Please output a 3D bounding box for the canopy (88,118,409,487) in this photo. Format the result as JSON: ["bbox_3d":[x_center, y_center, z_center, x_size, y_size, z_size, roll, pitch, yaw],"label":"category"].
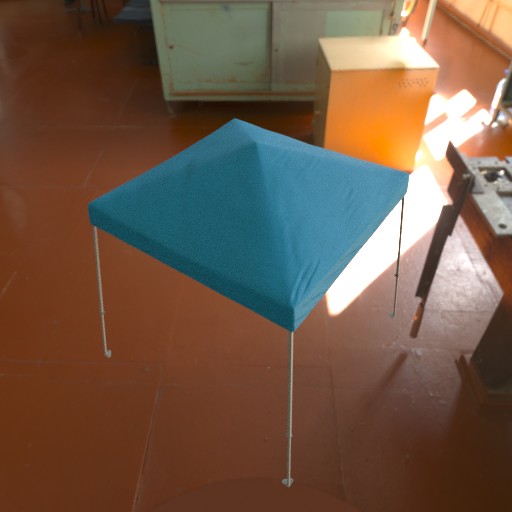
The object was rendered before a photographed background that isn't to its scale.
[{"bbox_3d":[0.000,0.000,5.098,2.848,2.849,2.849,25,48,26],"label":"canopy"}]
